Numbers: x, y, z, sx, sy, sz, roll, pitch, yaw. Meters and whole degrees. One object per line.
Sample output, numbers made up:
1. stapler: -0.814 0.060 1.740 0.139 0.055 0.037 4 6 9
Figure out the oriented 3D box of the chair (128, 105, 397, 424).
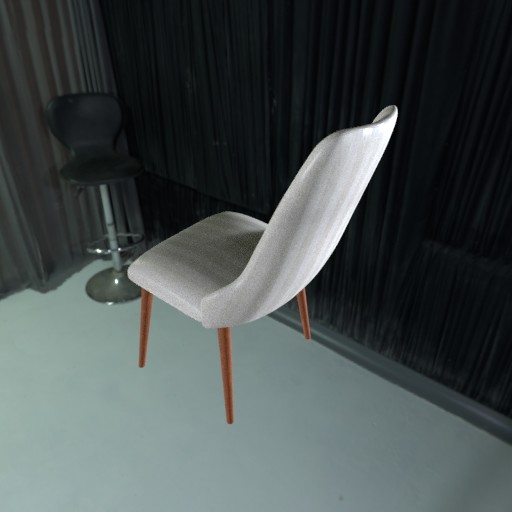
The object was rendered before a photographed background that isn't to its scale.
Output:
1. chair: 0.000 0.000 1.340 0.684 0.917 0.526 21 37 30
